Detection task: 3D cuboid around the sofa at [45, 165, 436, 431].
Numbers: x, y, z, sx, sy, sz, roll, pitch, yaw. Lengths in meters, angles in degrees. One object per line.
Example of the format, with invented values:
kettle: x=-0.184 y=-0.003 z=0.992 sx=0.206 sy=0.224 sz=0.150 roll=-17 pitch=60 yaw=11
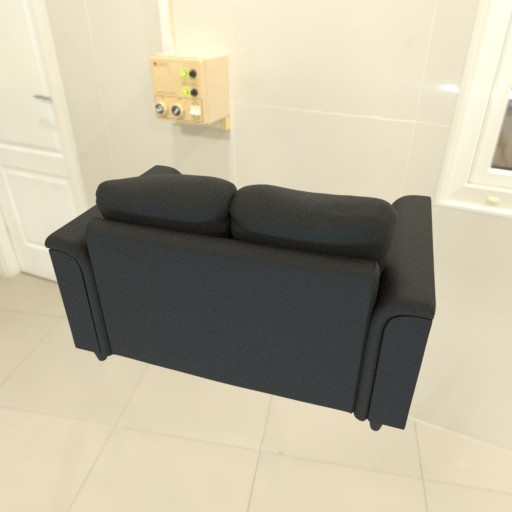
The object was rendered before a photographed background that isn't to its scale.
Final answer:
sofa: x=0.000 y=0.000 z=1.925 sx=1.386 sy=0.845 sz=0.887 roll=9 pitch=32 yaw=15
